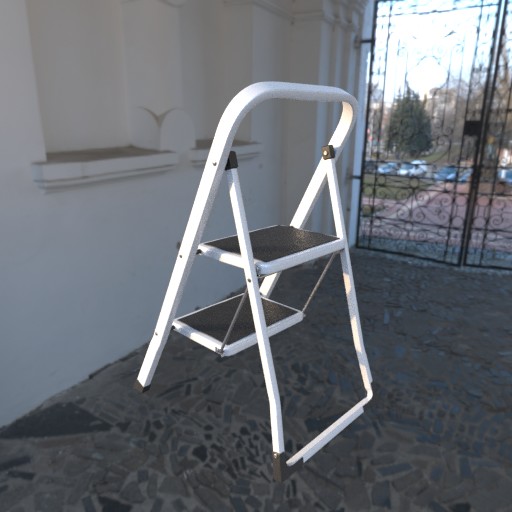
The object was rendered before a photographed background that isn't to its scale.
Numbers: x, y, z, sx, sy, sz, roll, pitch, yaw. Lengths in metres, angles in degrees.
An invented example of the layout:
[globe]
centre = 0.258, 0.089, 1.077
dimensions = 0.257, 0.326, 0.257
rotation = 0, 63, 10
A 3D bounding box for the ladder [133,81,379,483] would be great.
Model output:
[ladder]
centre = 0.000, 0.000, 1.138
dimensions = 0.544, 0.810, 0.460
rotation = 16, 23, 42
